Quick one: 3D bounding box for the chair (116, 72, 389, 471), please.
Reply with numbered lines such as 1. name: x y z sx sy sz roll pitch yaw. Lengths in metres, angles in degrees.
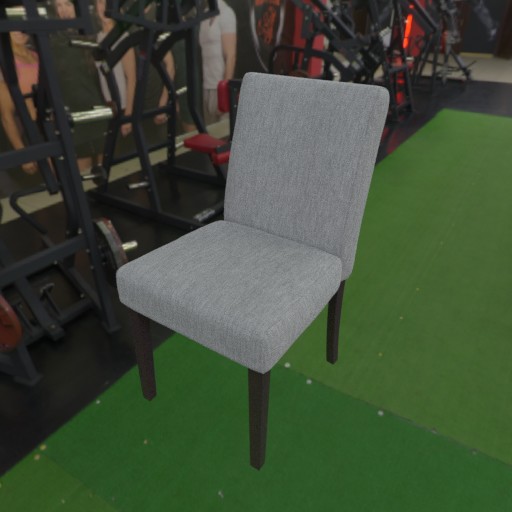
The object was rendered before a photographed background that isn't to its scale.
1. chair: 0.000 0.000 1.264 0.487 0.884 0.629 19 36 29
